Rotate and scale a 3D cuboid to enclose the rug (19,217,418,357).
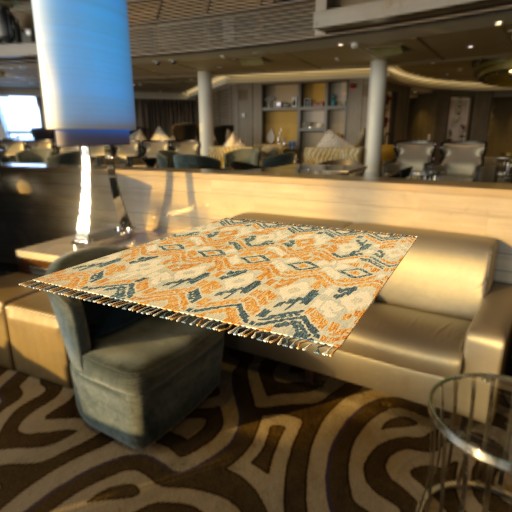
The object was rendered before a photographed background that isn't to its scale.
[{"bbox_3d":[0.000,0.000,4.081,2.439,0.010,3.048,8,17,26],"label":"rug"}]
